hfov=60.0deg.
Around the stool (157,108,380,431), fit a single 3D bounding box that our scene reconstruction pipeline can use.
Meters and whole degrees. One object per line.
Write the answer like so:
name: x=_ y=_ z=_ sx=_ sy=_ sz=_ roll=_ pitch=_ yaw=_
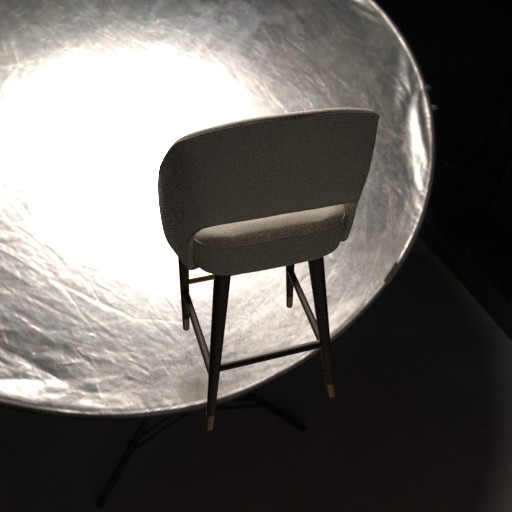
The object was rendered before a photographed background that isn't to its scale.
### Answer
stool: x=0.000 y=0.000 z=1.274 sx=0.494 sy=1.037 sz=0.509 roll=-11 pitch=41 yaw=-12
